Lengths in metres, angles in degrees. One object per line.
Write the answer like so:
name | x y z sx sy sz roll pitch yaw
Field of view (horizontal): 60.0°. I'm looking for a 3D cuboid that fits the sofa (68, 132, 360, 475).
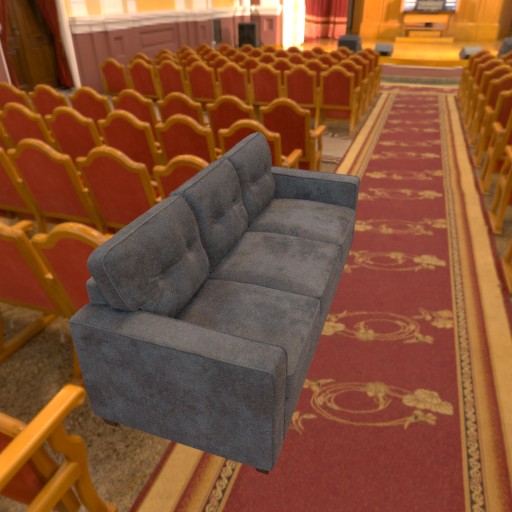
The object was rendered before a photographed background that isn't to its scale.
sofa | 0.000 0.000 2.643 0.939 0.965 2.133 10 32 17
